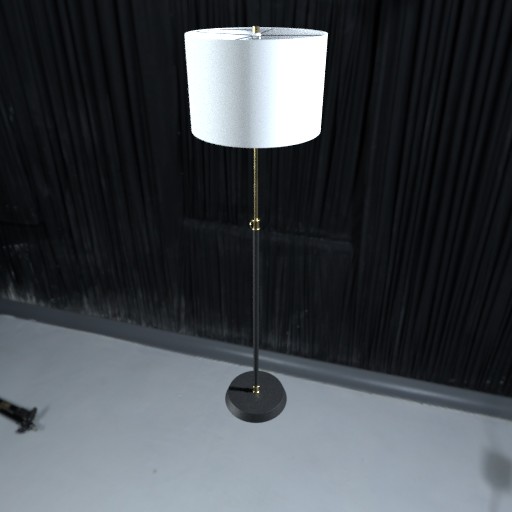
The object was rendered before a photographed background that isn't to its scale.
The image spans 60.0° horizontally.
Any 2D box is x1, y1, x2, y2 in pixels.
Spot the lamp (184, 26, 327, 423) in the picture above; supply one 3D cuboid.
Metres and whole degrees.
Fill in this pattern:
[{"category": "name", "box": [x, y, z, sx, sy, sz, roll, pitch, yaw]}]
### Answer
[{"category": "lamp", "box": [0.000, 0.000, 1.646, 0.404, 1.517, 0.404, 9, 32, 14]}]
